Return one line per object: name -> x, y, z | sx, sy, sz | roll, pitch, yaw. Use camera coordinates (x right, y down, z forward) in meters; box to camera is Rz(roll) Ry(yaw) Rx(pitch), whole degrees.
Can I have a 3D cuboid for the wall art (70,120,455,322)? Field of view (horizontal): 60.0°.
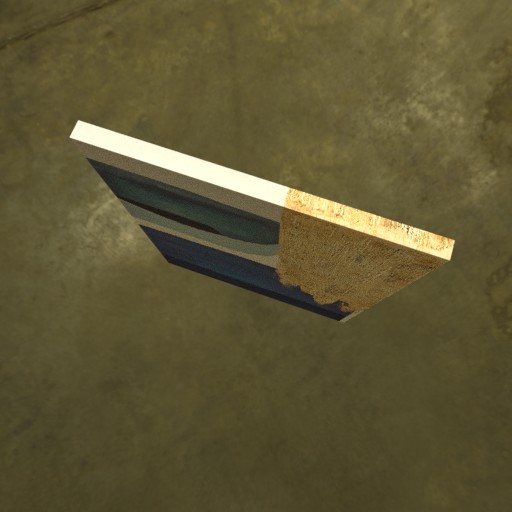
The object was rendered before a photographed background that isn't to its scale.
wall art -> 0.000, 0.000, 0.804 | 0.458, 0.613, 0.026 | 18, 76, 5
